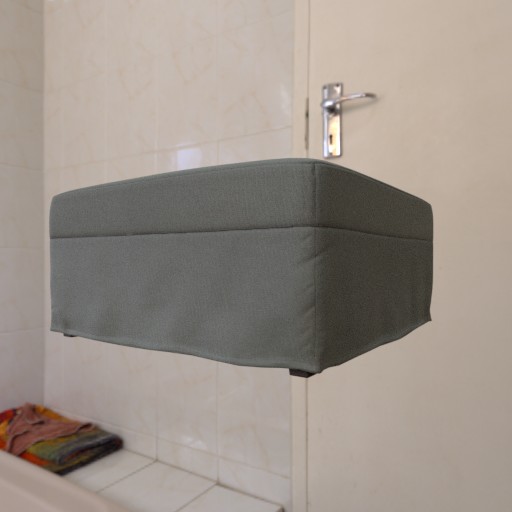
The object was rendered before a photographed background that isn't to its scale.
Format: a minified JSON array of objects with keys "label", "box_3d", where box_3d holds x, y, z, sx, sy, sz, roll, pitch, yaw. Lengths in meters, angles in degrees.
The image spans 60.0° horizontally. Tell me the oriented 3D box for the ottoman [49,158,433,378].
[{"label":"ottoman","box_3d":[0.000,0.000,1.313,0.842,0.441,0.843,0,0,35]}]
